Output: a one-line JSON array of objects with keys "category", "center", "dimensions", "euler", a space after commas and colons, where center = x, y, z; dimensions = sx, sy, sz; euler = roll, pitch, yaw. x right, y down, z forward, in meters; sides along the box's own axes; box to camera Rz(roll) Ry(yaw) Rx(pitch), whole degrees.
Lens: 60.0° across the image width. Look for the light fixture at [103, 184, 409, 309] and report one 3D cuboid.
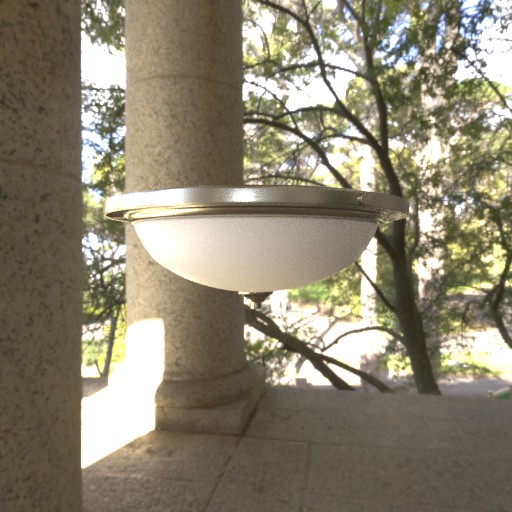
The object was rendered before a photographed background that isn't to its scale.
[{"category": "light fixture", "center": [0.000, 0.000, 0.552], "dimensions": [0.361, 0.130, 0.361], "euler": [0, 1, 0]}]
